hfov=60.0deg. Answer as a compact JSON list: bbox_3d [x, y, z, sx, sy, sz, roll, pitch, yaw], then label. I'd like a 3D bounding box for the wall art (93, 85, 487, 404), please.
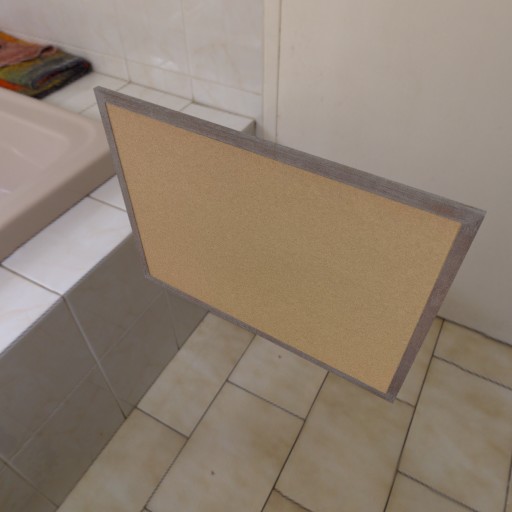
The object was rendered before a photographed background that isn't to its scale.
[{"bbox_3d":[0.000,0.000,1.296,1.012,0.774,0.019,24,51,21],"label":"wall art"}]
